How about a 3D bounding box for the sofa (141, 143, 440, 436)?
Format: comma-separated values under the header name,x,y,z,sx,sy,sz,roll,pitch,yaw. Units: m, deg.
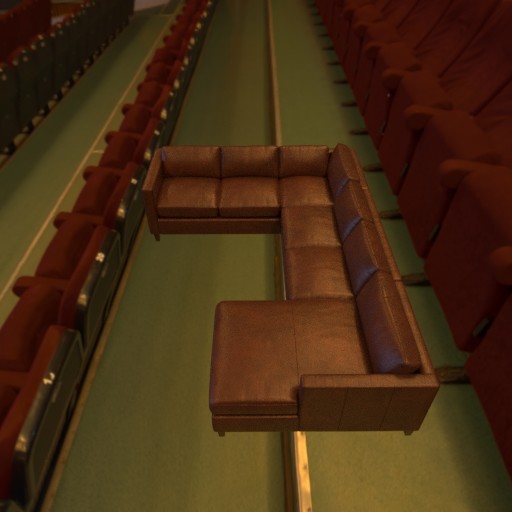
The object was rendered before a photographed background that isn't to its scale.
name,x,y,z,sx,sy,sz,roll,pitch,yaw
sofa,0.000,0.000,4.377,2.452,0.891,3.324,0,41,0
